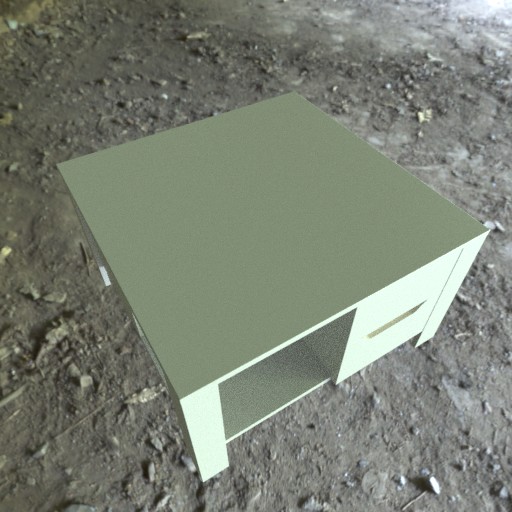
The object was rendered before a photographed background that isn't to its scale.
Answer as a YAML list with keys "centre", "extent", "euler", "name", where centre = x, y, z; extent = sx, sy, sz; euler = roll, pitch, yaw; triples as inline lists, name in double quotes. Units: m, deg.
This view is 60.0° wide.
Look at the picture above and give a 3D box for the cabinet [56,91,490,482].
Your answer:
- centre: [0.000, 0.000, 1.296]
  extent: [0.800, 0.460, 0.800]
  euler: [-24, 52, -21]
  name: "cabinet"
